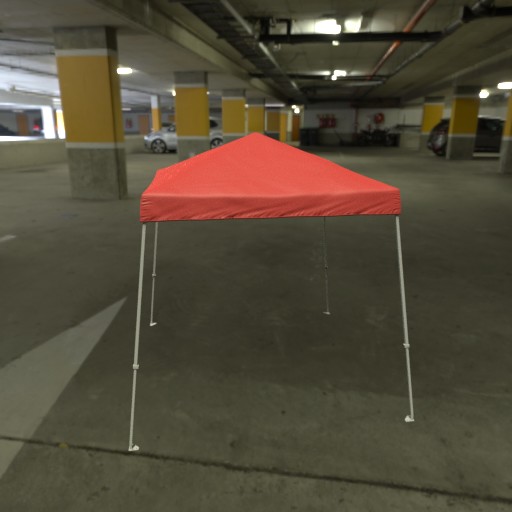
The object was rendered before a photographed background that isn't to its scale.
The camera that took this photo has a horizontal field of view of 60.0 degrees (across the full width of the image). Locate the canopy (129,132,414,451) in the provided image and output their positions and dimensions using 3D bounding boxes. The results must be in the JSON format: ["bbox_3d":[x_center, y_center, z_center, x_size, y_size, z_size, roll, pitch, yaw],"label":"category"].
[{"bbox_3d":[0.000,0.000,5.302,2.848,2.849,2.849,-2,16,-9],"label":"canopy"}]
